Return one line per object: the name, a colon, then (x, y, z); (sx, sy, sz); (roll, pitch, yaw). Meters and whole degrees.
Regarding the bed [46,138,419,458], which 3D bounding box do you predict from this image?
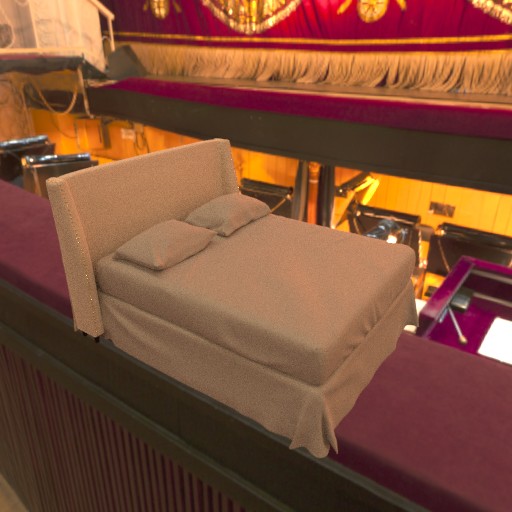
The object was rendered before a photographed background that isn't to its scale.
bed: (0.000, 0.000, 3.462); (2.276, 1.332, 1.925); (17, 30, 31)
